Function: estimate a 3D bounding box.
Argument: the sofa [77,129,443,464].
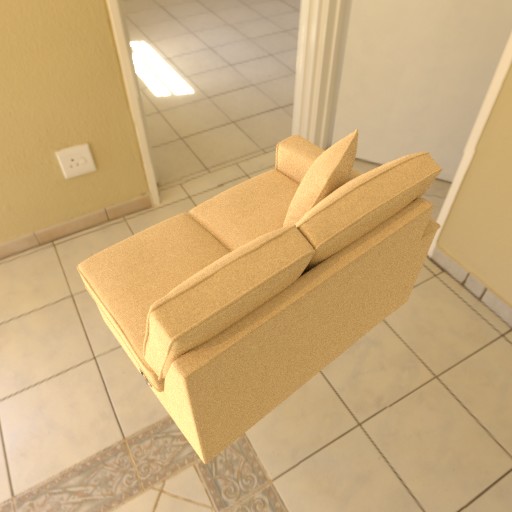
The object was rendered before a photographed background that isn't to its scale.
[{"bbox_3d":[0.000,0.000,2.073,1.388,0.989,0.991,-31,55,-25],"label":"sofa"}]
